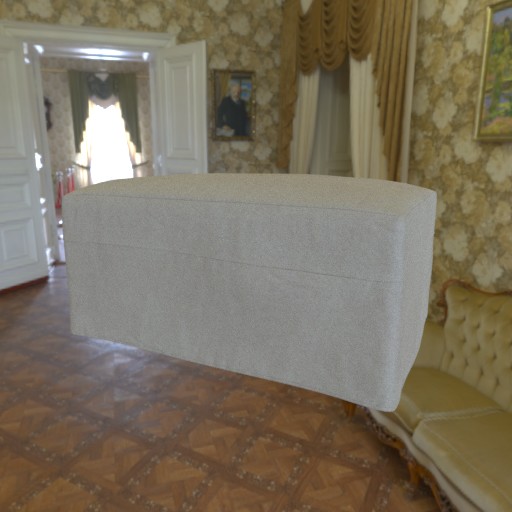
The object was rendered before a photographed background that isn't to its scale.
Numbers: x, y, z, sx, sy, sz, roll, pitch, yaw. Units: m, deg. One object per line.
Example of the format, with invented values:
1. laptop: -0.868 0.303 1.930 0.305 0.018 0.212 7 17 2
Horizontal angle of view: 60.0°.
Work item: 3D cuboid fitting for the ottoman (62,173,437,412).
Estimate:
1. ottoman: 0.000 0.000 1.211 0.872 0.444 0.590 7 15 25
